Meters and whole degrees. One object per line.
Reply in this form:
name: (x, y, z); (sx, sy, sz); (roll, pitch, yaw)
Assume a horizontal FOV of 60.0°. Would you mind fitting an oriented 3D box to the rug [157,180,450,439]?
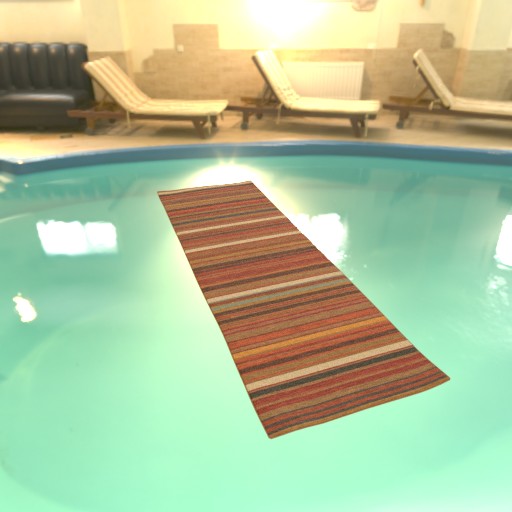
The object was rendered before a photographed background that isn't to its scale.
rug: (0.000, 0.000, 2.670); (0.799, 0.030, 2.444); (-11, 32, -17)
